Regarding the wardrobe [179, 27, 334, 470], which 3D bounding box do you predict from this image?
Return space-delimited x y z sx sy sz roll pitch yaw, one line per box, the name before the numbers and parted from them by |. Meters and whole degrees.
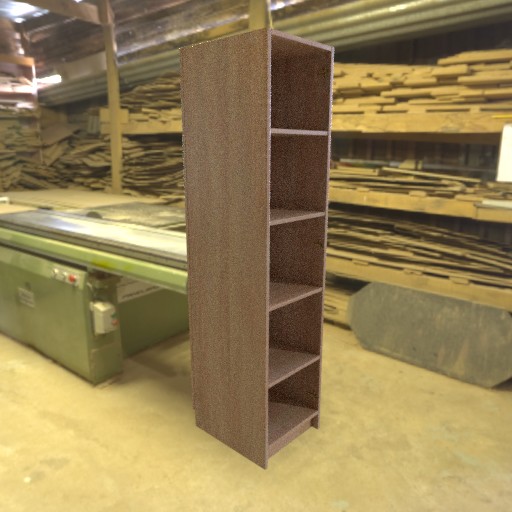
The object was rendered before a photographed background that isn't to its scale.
wardrobe | 0.000 0.000 2.438 0.588 2.117 0.496 12 18 41
